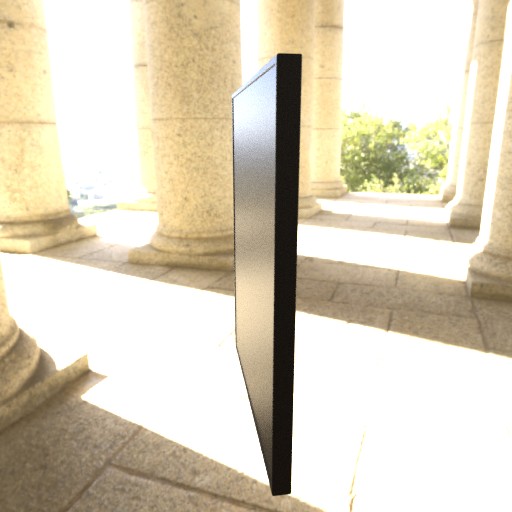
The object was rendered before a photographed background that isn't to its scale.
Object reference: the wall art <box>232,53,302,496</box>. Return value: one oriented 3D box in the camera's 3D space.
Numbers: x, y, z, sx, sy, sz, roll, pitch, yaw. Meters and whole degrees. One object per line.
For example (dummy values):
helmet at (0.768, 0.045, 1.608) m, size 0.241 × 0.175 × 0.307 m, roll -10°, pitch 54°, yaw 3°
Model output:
wall art at (0.000, 0.000, 0.744) m, size 0.028 × 0.551 × 0.451 m, roll -2°, pitch 15°, yaw -9°
